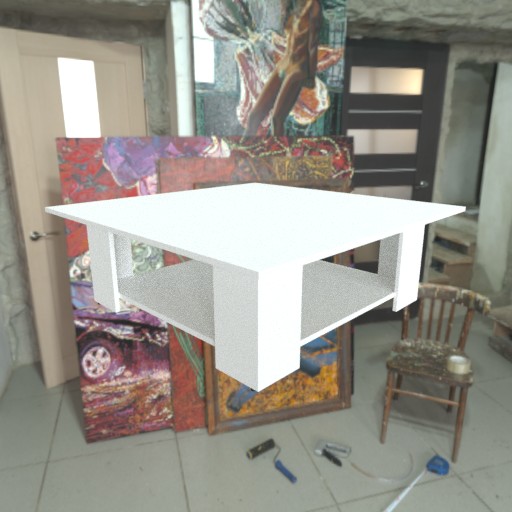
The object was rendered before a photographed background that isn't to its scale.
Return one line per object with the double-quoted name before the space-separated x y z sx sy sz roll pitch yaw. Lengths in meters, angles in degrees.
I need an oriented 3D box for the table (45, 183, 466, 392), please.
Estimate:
"table" 0.000 0.000 1.367 0.890 0.305 0.890 15 22 42
